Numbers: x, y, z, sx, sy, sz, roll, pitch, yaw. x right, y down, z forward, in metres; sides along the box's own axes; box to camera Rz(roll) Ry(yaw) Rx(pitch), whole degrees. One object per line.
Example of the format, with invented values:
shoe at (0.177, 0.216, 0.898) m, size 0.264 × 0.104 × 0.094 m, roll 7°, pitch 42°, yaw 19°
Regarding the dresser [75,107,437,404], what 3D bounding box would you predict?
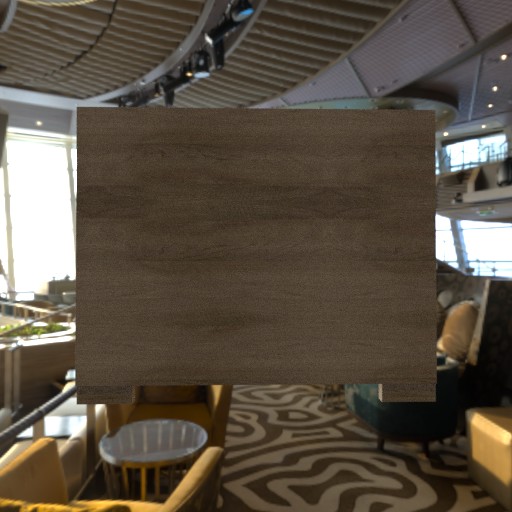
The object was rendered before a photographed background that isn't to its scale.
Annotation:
dresser at (0.000, 0.000, 1.424) m, size 0.994 × 0.816 × 0.404 m, roll 0°, pitch -1°, yaw -2°
